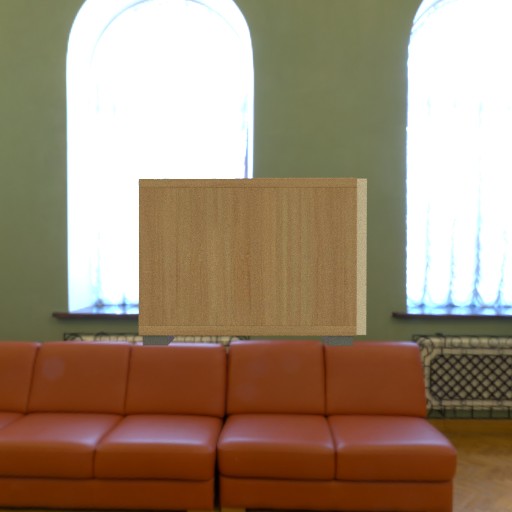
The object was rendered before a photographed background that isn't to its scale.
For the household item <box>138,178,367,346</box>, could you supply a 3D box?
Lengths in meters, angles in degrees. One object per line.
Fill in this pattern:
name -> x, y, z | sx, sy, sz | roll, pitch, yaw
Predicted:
household item -> 0.000, 0.000, 1.515 | 0.420, 0.310, 1.400 | 0, 1, 1
